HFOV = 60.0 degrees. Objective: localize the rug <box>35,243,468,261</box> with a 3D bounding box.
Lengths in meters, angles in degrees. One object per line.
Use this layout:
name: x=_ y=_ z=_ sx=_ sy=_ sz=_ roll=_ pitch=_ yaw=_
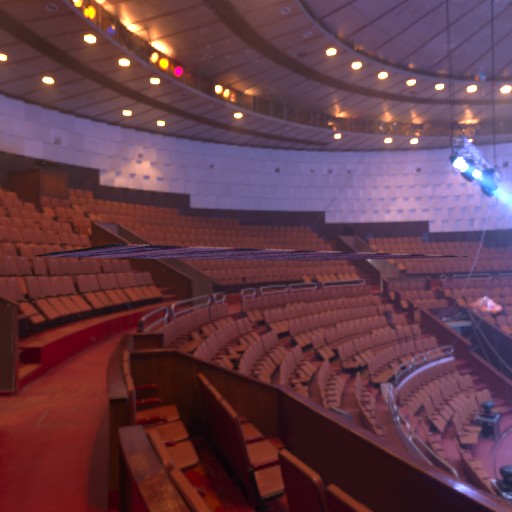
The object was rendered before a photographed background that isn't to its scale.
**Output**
rug: x=0.000 y=0.000 z=2.823 sx=2.311 sy=0.010 sz=1.522 roll=1 pitch=-2 yaw=-36
